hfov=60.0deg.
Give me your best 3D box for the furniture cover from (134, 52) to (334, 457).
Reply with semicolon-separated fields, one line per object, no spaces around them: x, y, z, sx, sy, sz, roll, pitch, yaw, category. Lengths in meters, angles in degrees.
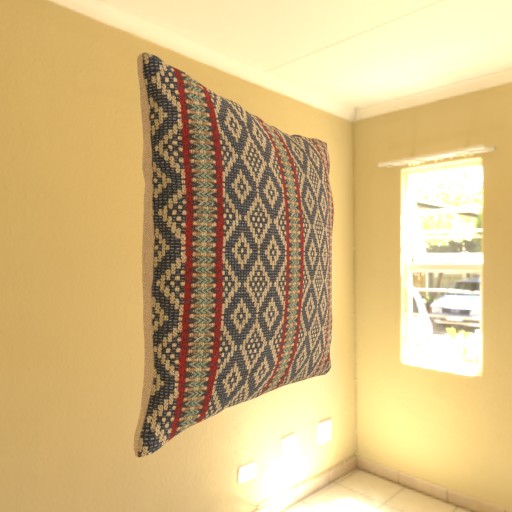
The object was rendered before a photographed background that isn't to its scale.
0.000;0.000;0.643;0.139;0.431;0.431;-1;-1;35;furniture cover
